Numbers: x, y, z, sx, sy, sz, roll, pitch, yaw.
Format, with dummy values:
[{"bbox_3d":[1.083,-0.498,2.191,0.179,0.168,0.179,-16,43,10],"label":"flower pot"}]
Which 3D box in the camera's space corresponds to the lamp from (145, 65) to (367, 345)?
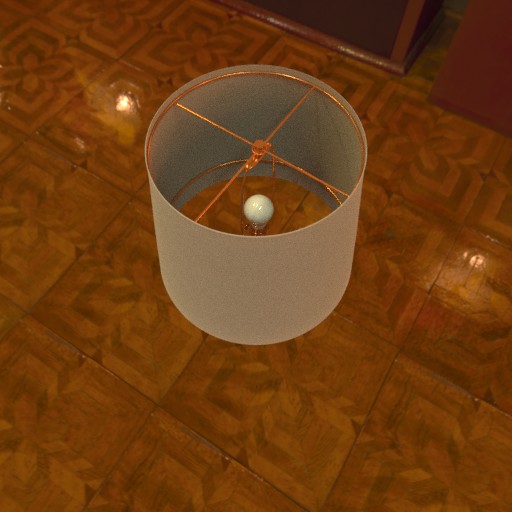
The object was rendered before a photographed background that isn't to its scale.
[{"bbox_3d":[0.000,0.000,0.450,0.189,0.340,0.189,0,63,0],"label":"lamp"}]
